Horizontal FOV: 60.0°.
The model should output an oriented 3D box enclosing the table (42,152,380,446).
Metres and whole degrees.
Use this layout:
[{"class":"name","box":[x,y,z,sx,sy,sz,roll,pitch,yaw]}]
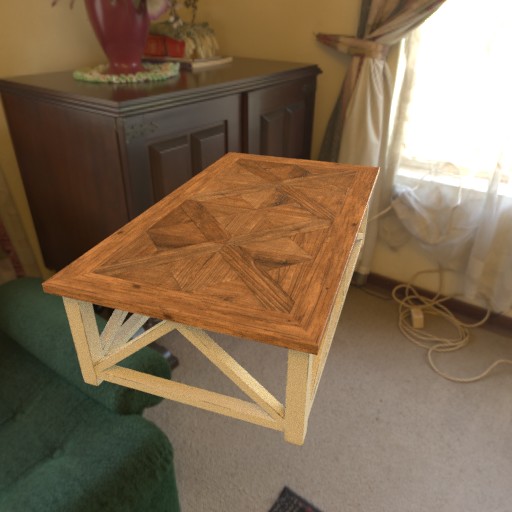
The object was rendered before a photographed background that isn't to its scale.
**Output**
[{"class":"table","box":[0.000,0.000,1.821,0.800,0.410,1.400,10,31,17]}]
